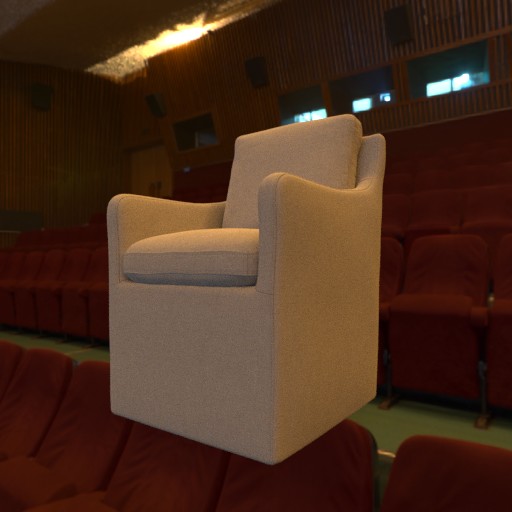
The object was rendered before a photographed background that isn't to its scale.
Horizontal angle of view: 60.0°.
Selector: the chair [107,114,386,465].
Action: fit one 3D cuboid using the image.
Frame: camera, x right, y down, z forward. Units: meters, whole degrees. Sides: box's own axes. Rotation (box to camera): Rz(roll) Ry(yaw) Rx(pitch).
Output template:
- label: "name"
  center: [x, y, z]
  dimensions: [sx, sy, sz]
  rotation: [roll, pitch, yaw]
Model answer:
- label: "chair"
  center: [0.000, 0.000, 1.376]
  dimensions: [0.626, 0.914, 0.694]
  rotation: [0, -1, 36]
